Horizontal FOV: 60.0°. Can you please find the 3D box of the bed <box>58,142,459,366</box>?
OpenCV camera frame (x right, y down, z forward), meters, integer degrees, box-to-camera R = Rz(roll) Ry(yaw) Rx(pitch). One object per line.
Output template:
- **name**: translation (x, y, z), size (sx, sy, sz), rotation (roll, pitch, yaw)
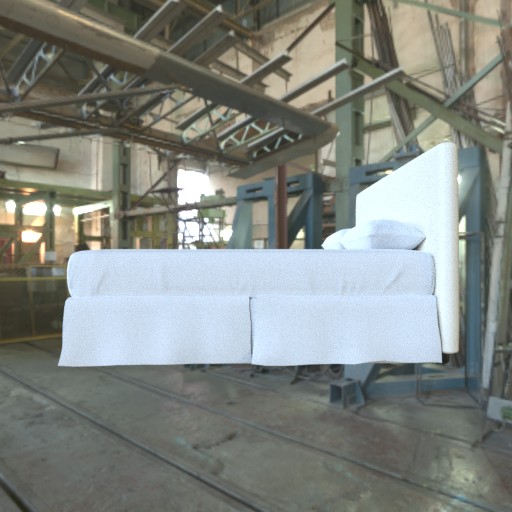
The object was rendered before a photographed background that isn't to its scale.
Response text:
- **bed**: translation (0.000, 0.000, 3.554), size (2.341, 1.317, 2.119), rotation (0, -1, -1)
